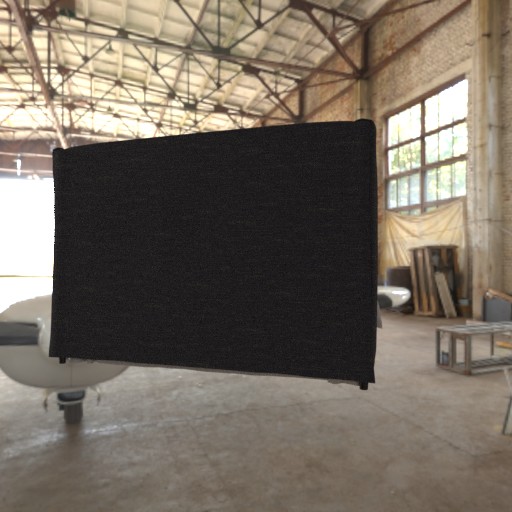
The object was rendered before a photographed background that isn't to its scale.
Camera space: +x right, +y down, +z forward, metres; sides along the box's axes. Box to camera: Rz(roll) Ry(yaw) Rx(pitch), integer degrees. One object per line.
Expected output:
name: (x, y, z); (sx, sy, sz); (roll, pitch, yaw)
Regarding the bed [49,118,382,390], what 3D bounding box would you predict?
bed: (0.000, 0.000, 3.470); (1.925, 1.332, 2.276); (0, -1, 18)
